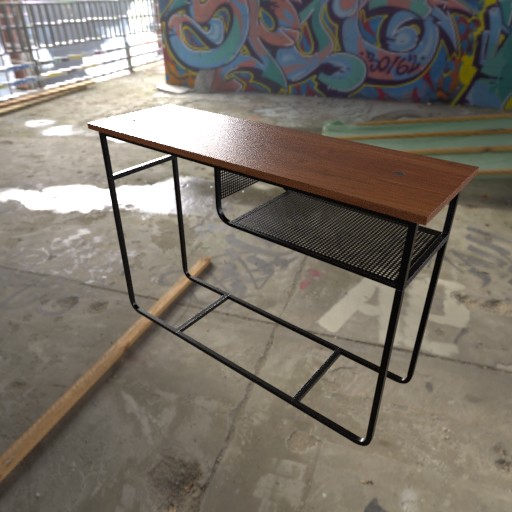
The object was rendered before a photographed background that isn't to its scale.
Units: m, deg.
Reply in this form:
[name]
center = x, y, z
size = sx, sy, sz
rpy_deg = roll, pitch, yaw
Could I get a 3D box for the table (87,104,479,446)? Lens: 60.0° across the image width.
[table]
center = 0.000, 0.000, 1.440
size = 1.100, 0.750, 0.350
rpy_deg = 22, 38, 32
